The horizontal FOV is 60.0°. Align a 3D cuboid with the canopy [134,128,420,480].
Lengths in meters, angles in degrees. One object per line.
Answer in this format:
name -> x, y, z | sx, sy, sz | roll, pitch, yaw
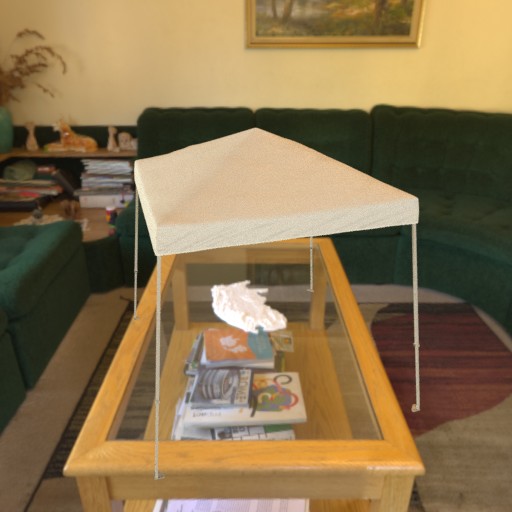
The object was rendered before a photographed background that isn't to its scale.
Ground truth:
canopy -> 0.000, 0.000, 6.408 | 3.600, 3.600, 3.599 | -8, 26, -16
